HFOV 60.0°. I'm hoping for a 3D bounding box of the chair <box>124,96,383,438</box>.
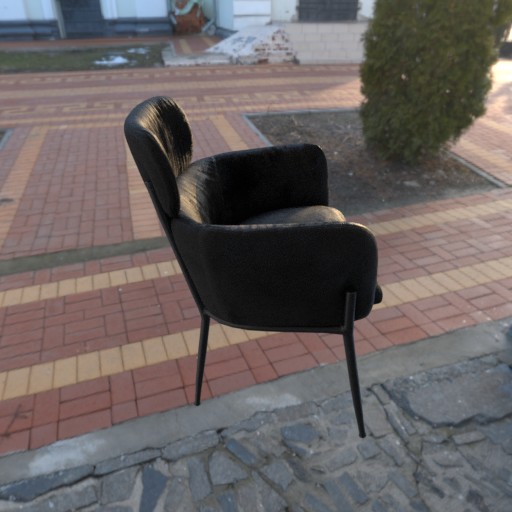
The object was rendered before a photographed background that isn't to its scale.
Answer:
[{"bbox_3d":[0.000,0.000,1.260,0.604,0.818,0.640,-1,30,-3],"label":"chair"}]
